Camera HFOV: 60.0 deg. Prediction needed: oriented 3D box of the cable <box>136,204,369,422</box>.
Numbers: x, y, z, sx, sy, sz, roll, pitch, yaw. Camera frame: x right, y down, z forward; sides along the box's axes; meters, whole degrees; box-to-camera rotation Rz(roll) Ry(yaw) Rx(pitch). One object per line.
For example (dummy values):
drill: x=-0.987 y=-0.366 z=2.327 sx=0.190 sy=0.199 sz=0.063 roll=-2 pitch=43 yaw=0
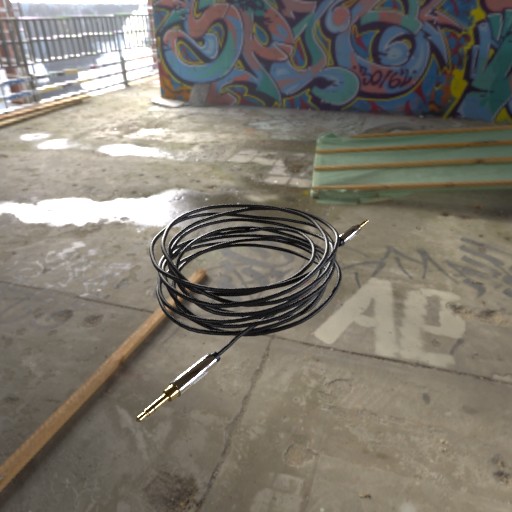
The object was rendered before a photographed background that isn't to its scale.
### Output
cable: x=0.000 y=0.000 z=0.496 sx=0.198 sy=0.069 sz=0.432 roll=21 pitch=36 yaw=32
